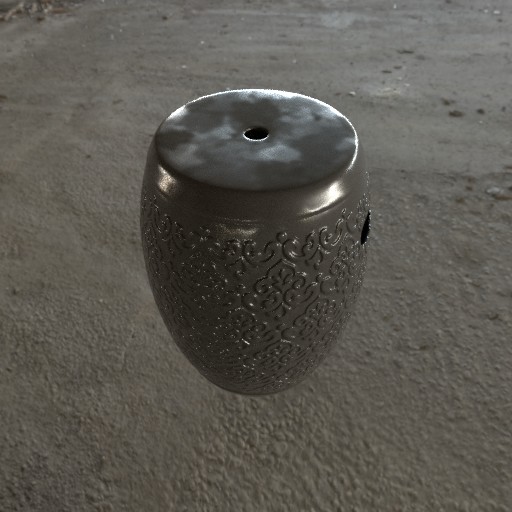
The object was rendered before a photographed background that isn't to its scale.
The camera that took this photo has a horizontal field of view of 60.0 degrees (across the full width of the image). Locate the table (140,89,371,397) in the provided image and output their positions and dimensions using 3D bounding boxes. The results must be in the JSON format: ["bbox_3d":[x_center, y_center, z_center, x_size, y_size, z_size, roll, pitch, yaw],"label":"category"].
[{"bbox_3d":[0.000,0.000,0.640,0.309,0.397,0.309,0,45,0],"label":"table"}]
